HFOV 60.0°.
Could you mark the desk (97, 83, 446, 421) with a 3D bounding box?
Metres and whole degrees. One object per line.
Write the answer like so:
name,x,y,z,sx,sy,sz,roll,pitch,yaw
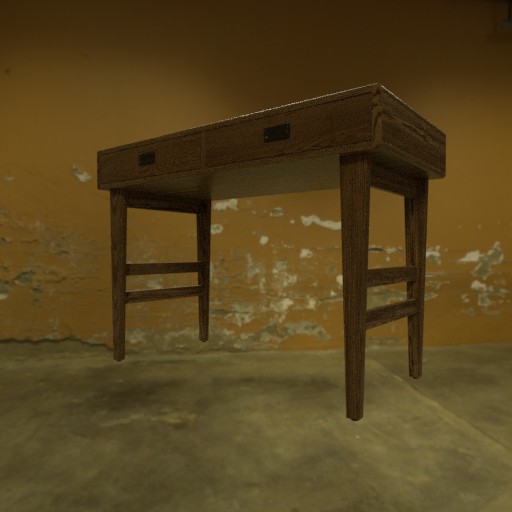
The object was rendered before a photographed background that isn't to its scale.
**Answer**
desk,0.000,0.000,1.476,1.067,0.755,0.508,0,1,38
